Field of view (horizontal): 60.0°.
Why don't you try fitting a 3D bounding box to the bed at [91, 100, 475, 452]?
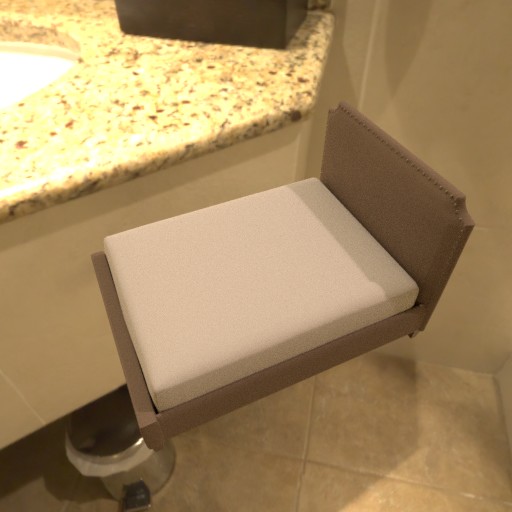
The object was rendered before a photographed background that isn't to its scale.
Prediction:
[{"bbox_3d":[0.000,0.000,3.444,2.372,1.443,1.713,-18,49,-17],"label":"bed"}]
